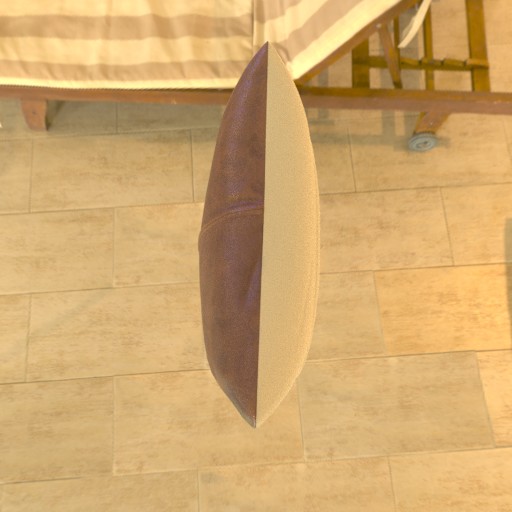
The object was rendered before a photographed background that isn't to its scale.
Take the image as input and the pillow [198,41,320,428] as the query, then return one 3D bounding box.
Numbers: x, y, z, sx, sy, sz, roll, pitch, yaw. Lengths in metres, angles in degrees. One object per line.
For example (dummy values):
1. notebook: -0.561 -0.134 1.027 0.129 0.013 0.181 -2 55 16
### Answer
1. pillow: 0.000 0.000 0.735 0.192 0.470 0.484 2 76 0
